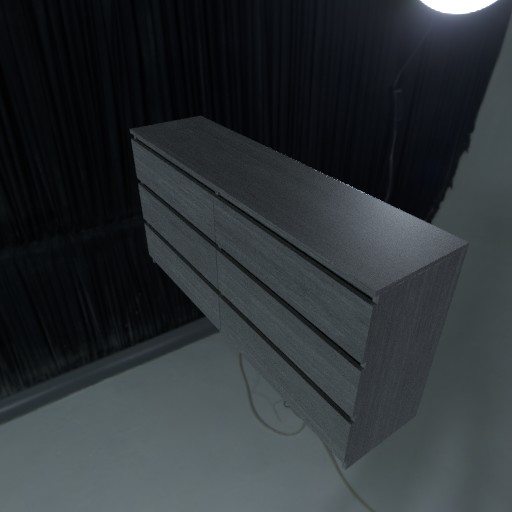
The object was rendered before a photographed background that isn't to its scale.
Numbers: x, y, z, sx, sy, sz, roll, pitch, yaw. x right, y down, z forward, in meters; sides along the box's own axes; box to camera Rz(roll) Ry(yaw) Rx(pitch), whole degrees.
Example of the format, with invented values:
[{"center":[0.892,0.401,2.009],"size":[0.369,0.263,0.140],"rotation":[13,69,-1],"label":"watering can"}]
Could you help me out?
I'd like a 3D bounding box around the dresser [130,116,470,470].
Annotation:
[{"center":[0.000,0.000,1.956],"size":[0.400,0.795,1.590],"rotation":[-21,39,-29],"label":"dresser"}]
